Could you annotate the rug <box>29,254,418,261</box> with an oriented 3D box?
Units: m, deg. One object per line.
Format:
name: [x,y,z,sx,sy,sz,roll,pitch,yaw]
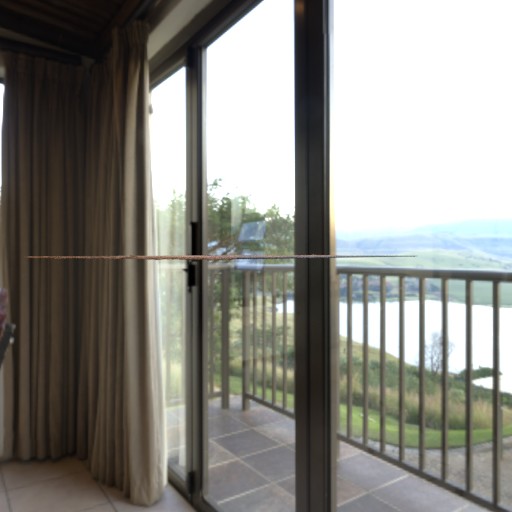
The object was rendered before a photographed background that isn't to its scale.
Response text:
rug: [0.000,0.000,1.903,0.920,0.013,1.541,0,0,37]
